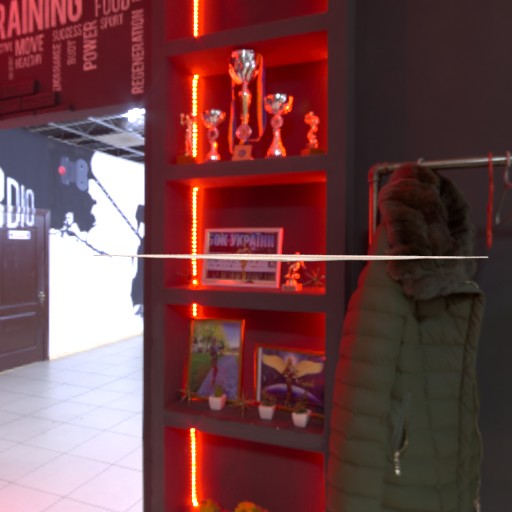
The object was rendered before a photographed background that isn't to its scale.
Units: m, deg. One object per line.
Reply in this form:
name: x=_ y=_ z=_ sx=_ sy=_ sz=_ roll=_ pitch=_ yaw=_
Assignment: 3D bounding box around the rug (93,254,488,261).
rug: x=0.000 y=0.000 z=3.076 sx=1.522 sy=0.012 sz=2.440 roll=0 pitch=1 yaw=-36
